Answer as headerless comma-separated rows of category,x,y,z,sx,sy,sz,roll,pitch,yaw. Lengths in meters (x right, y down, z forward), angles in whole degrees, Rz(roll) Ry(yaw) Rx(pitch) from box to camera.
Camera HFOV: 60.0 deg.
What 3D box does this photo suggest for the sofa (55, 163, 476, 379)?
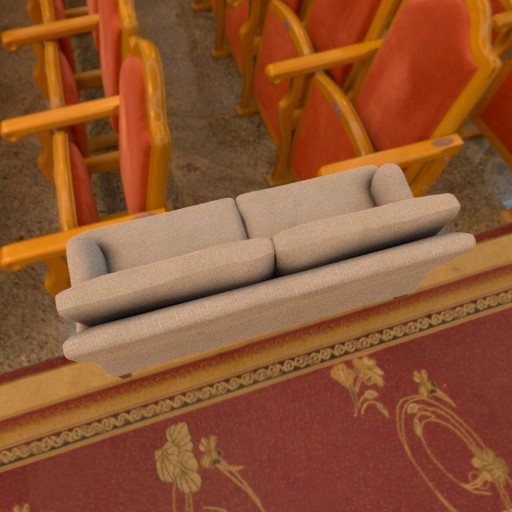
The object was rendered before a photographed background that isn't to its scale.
sofa,0.000,0.000,2.791,2.193,1.096,1.069,-14,59,-9
